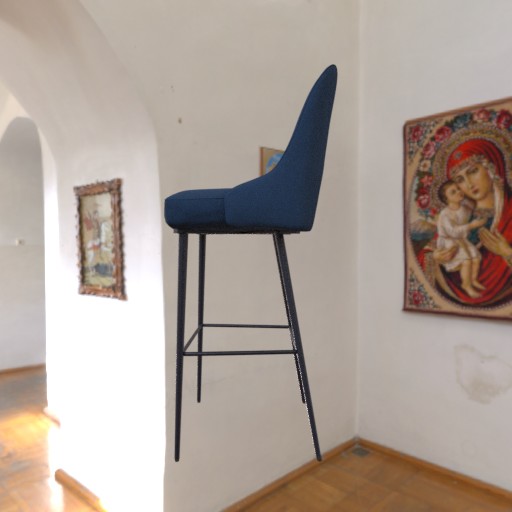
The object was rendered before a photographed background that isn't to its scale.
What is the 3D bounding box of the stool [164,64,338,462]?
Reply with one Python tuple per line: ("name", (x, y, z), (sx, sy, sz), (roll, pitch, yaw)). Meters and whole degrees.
("stool", (0.000, 0.000, 1.377), (0.489, 1.079, 0.527), (0, 2, 1))
